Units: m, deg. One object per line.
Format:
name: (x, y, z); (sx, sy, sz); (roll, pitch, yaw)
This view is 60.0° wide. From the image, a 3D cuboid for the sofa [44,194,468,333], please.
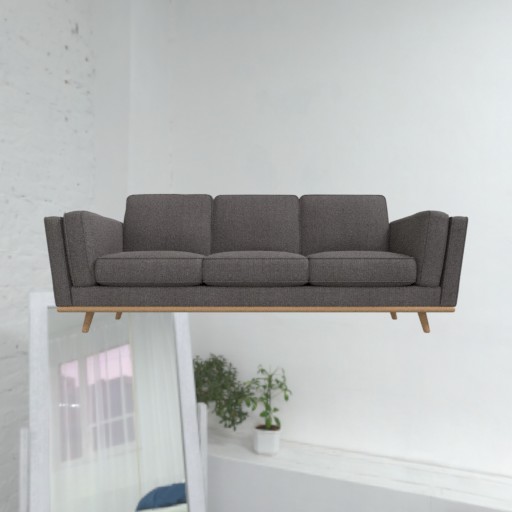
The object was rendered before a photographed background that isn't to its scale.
sofa: (0.000, 0.000, 2.878); (2.362, 0.899, 0.903); (0, -1, 0)
